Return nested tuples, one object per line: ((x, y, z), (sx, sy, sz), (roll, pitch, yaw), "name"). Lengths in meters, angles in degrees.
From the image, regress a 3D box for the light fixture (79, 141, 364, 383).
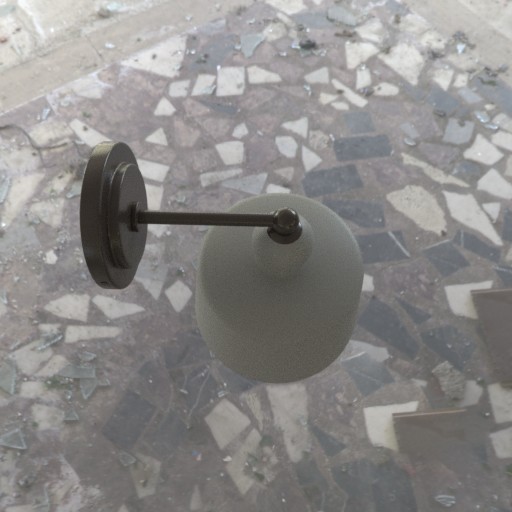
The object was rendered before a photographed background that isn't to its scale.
((0.000, 0.000, 0.445), (0.254, 0.268, 0.204), (1, 64, 1), "light fixture")
